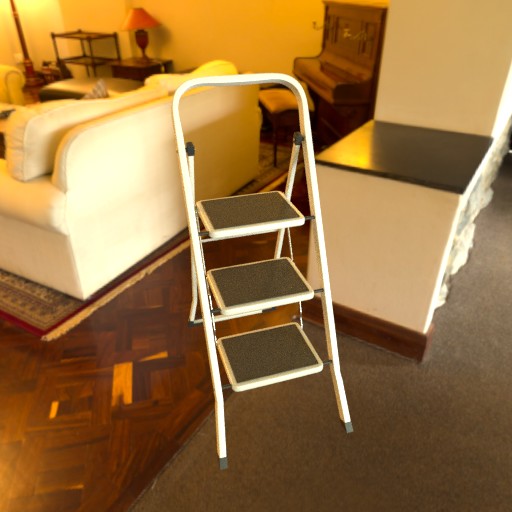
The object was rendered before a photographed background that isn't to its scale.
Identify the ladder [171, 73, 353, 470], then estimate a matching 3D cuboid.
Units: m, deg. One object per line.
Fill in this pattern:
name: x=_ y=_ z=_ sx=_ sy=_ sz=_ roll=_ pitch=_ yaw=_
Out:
ladder: x=0.000 y=0.000 z=1.440 sx=0.460 sy=1.050 sz=0.711 roll=-9 pitch=33 yaw=-15
